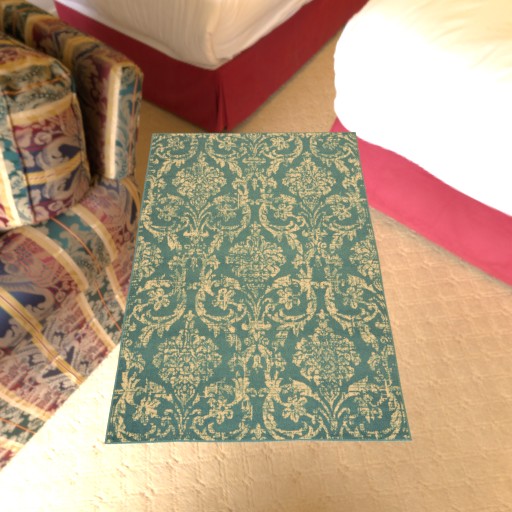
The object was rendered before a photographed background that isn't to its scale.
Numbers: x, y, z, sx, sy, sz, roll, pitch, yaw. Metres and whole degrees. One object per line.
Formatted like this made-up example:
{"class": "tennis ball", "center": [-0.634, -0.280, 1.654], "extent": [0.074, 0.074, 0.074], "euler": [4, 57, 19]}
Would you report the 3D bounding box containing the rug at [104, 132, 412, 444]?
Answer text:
{"class": "rug", "center": [0.000, 0.000, 2.808], "extent": [1.554, 0.012, 2.205], "euler": [-1, 59, 0]}
